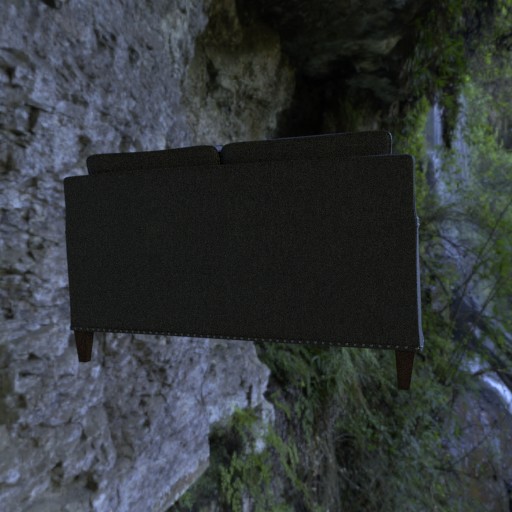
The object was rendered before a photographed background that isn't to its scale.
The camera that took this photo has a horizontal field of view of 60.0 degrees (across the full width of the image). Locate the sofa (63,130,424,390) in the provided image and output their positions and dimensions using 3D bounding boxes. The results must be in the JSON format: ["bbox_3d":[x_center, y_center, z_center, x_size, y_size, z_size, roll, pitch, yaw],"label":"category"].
[{"bbox_3d":[0.000,0.000,2.277,1.597,1.003,1.084,0,0,18],"label":"sofa"}]
